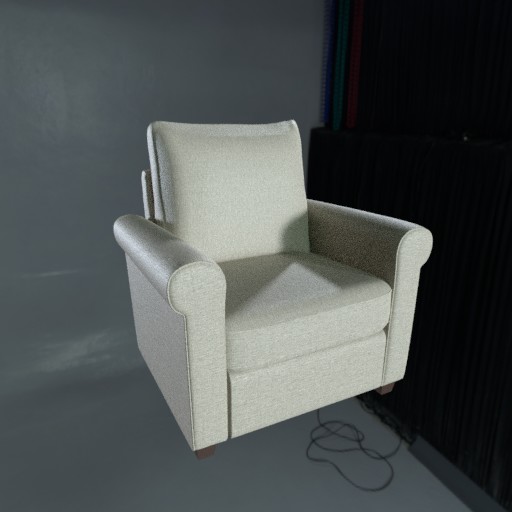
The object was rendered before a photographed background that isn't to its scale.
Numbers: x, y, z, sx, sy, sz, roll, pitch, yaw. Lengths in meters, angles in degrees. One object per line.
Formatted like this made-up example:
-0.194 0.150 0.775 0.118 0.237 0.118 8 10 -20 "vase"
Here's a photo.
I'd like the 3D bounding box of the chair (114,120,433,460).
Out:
0.000 0.000 2.315 1.275 1.349 1.180 -9 20 -26 "chair"
